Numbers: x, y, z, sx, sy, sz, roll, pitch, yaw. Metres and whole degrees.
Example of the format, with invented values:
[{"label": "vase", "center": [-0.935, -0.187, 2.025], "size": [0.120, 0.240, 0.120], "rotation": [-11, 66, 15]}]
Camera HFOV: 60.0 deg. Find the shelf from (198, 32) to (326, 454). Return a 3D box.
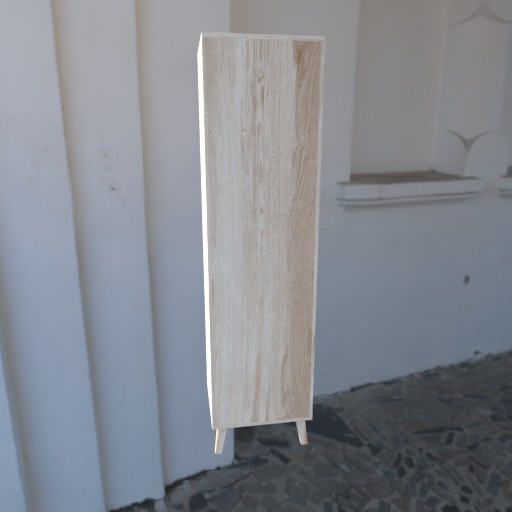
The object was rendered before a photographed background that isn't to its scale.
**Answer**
[{"label": "shelf", "center": [0.000, 0.000, 2.246], "size": [0.510, 1.960, 0.450], "rotation": [-2, 14, -9]}]
